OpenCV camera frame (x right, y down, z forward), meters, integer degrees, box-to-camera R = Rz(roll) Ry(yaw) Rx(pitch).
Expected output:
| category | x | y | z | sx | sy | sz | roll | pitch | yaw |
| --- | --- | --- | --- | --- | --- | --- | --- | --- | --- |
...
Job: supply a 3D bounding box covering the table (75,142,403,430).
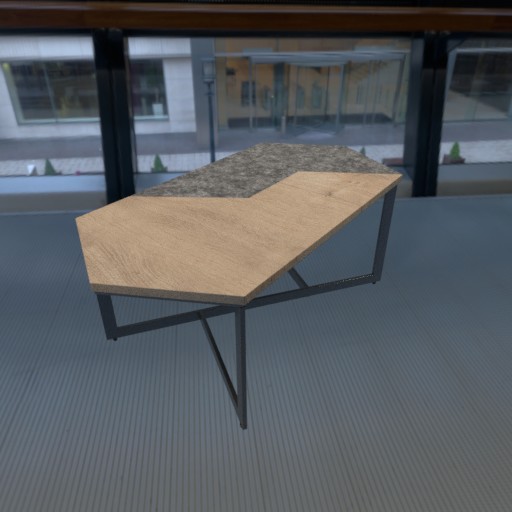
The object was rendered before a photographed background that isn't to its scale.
| category | x | y | z | sx | sy | sz | roll | pitch | yaw |
| --- | --- | --- | --- | --- | --- | --- | --- | --- | --- |
| table | 0.000 | 0.000 | 1.513 | 0.609 | 0.457 | 1.219 | 22 | 38 | 31 |
